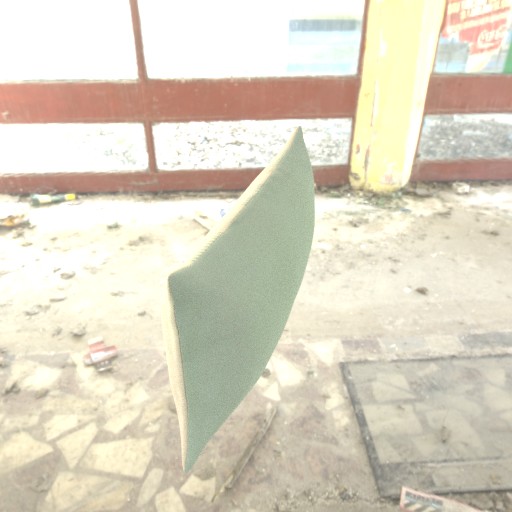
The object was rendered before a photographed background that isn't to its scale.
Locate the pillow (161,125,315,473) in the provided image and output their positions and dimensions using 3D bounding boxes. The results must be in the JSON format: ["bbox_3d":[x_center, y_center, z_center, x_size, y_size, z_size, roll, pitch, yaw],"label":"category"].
[{"bbox_3d":[0.000,0.000,0.725,0.151,0.287,0.610,8,30,14],"label":"pillow"}]
